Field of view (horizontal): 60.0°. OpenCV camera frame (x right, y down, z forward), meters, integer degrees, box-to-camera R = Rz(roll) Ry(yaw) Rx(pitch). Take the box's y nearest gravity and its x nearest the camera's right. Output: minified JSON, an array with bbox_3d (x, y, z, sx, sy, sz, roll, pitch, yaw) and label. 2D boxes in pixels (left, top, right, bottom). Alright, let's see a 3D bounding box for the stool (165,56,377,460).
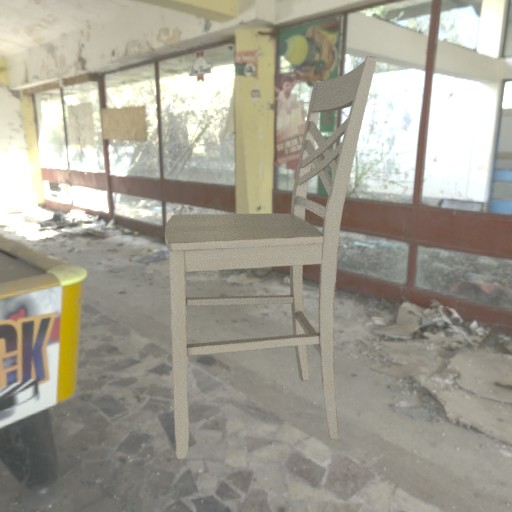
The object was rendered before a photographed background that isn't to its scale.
[{"bbox_3d":[0.000,0.000,1.367,0.539,1.079,0.462,-2,14,-9],"label":"stool"}]
